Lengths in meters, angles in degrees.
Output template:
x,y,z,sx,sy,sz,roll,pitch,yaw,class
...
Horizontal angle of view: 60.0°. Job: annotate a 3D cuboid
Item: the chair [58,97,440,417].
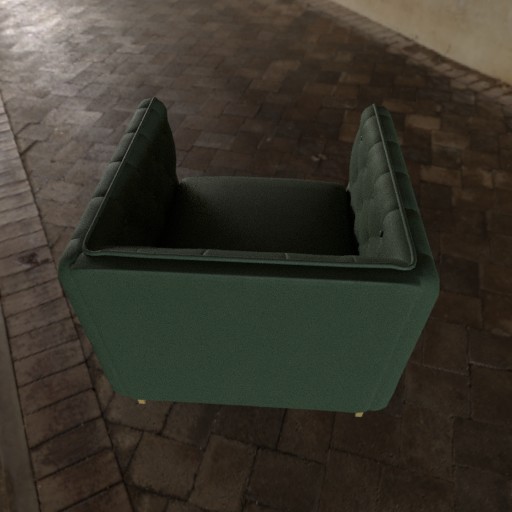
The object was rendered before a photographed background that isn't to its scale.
x,y,z,sx,sy,sz,roll,pitch,yaw,class
0.000,0.000,1.530,0.917,0.768,0.855,3,46,3,chair
